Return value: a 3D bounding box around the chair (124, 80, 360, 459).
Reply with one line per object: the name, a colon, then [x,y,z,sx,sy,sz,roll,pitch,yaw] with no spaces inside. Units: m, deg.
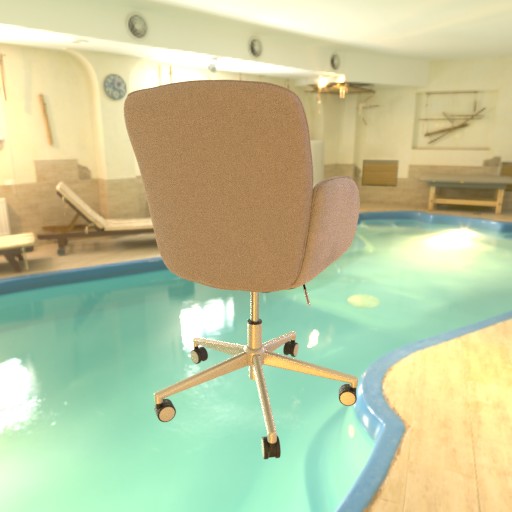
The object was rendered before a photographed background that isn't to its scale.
chair: [0.000,0.000,1.380,0.648,0.959,0.654,8,17,27]
